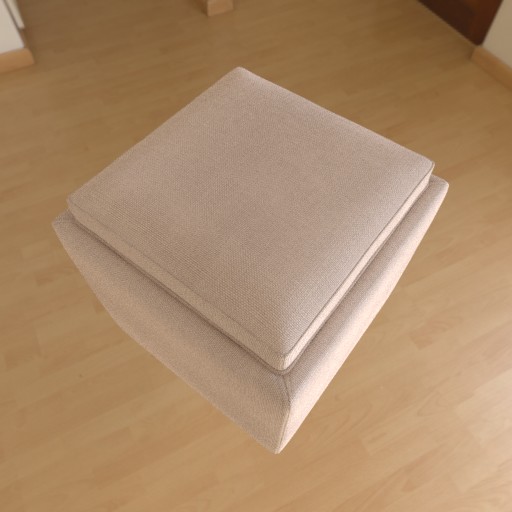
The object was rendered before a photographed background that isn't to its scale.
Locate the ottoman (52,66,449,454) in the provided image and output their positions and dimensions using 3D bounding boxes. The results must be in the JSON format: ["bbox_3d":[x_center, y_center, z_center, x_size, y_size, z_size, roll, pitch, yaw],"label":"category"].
[{"bbox_3d":[0.000,0.000,0.802,0.450,0.460,0.451,33,63,19],"label":"ottoman"}]
